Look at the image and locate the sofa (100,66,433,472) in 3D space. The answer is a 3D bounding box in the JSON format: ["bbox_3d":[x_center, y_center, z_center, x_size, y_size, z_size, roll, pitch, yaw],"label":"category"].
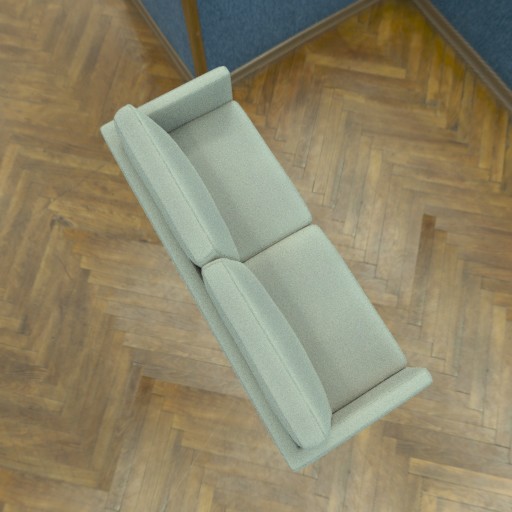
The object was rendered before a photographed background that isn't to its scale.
[{"bbox_3d":[0.000,0.000,2.874,0.951,0.968,2.361,-30,78,-7],"label":"sofa"}]
